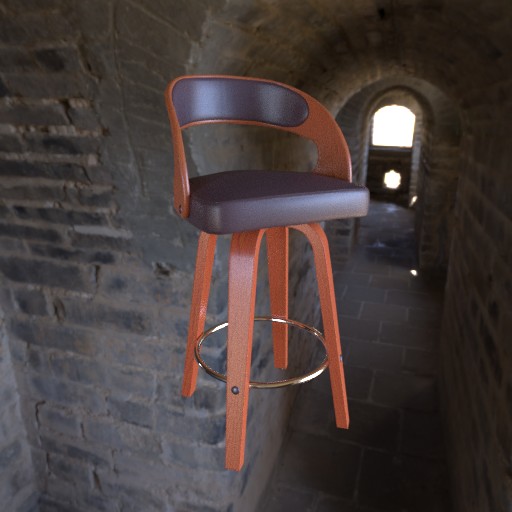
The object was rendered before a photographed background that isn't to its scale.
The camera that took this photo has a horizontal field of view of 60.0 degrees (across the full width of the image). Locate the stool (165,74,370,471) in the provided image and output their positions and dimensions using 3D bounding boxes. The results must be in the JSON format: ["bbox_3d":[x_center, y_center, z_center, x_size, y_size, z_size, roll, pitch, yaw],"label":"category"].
[{"bbox_3d":[0.000,0.000,1.196,0.457,0.940,0.457,-9,20,-26],"label":"stool"}]
